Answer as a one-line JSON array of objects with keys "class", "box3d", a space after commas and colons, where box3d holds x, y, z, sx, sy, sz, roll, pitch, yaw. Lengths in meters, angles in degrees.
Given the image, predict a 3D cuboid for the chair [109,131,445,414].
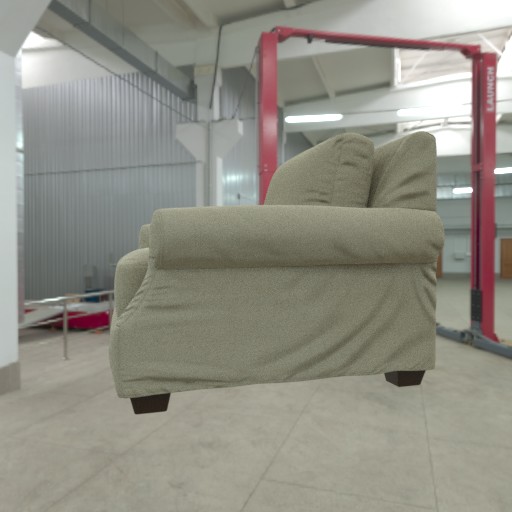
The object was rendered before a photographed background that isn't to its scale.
[{"class": "chair", "box3d": [0.000, 0.000, 1.706, 1.066, 0.866, 0.940, 0, 1, -17]}]
